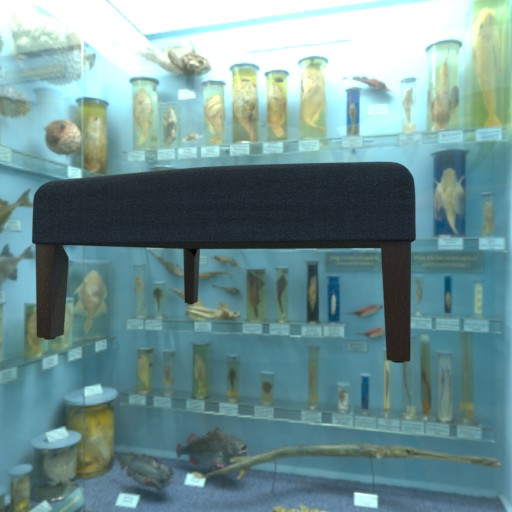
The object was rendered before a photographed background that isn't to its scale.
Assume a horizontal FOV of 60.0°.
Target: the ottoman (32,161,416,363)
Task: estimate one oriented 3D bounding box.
[{"bbox_3d":[0.000,0.000,1.376,0.890,0.411,0.889,0,0,17],"label":"ottoman"}]
